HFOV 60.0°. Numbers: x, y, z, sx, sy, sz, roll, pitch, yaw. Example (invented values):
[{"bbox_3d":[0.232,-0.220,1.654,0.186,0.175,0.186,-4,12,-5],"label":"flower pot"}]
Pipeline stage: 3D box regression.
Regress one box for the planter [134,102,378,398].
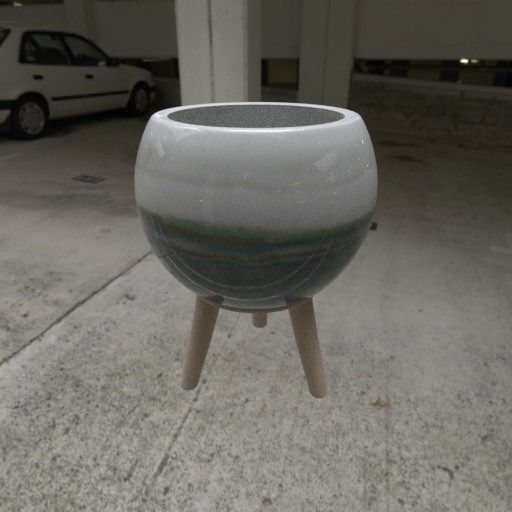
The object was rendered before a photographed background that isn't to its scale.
[{"bbox_3d":[0.000,0.000,0.448,0.222,0.278,0.222,0,25,0],"label":"planter"}]
